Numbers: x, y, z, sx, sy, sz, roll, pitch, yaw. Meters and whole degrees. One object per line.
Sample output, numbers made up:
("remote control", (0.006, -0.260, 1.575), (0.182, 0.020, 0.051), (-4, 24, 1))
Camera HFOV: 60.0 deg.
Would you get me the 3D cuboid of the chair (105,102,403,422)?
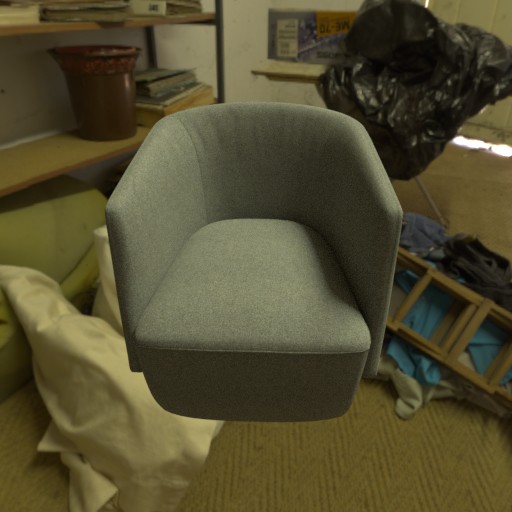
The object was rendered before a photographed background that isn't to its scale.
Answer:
("chair", (0.000, 0.000, 1.567), (0.822, 0.861, 0.986), (1, 31, 2))
